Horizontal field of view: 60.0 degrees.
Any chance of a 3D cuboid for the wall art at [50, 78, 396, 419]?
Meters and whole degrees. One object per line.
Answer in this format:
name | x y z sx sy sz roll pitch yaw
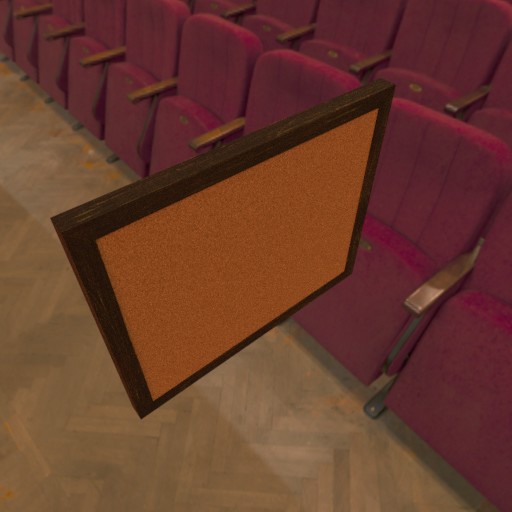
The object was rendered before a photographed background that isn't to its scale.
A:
wall art | 0.000 0.000 0.765 0.558 0.457 0.032 -30 53 -26
